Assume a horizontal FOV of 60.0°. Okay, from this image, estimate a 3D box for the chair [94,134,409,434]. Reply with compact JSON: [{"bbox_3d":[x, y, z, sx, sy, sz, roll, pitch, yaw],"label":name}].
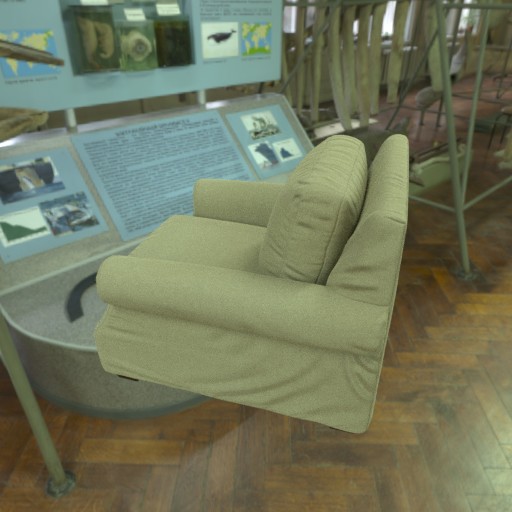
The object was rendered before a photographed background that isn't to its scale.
[{"bbox_3d":[0.000,0.000,1.744,1.066,0.866,0.940,9,32,14],"label":"chair"}]
